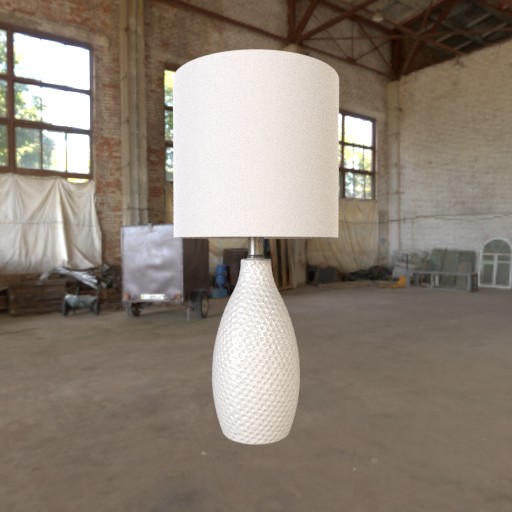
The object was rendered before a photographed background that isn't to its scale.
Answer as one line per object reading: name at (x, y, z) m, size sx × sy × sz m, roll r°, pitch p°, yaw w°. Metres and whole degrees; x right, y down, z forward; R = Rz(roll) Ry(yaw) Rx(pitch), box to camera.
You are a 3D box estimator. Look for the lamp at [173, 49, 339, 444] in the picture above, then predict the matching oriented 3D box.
lamp at (0.000, 0.000, 0.589) m, size 0.214 × 0.466 × 0.214 m, roll 0°, pitch 2°, yaw -17°
